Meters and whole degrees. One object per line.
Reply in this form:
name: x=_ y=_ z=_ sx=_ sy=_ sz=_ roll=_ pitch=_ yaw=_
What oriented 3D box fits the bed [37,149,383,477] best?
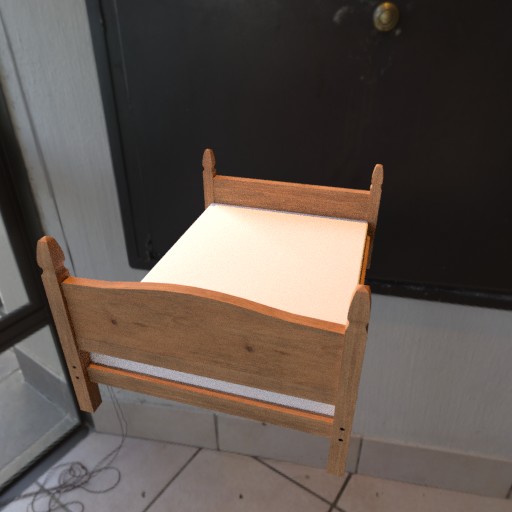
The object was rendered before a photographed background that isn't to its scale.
bed: x=0.000 y=0.000 z=2.919 sx=1.490 sy=1.100 sz=2.069 roll=8 pitch=32 yaw=14
